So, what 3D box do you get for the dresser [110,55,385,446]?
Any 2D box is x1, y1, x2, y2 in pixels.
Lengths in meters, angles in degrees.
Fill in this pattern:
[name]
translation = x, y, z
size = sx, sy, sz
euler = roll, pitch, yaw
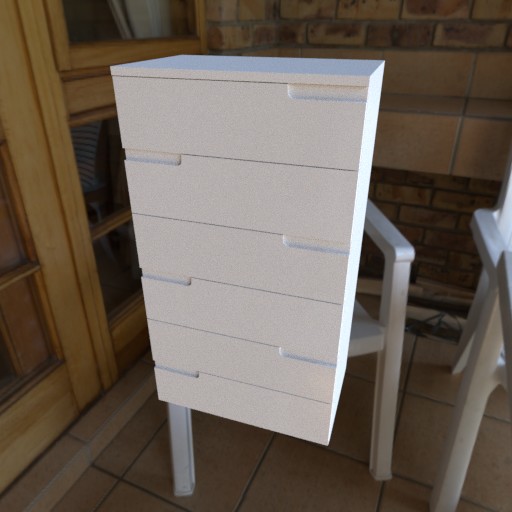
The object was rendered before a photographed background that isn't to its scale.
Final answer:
[dresser]
translation = 0.000, 0.000, 1.486
size = 0.650, 1.190, 0.400
euler = 9, 30, 16
